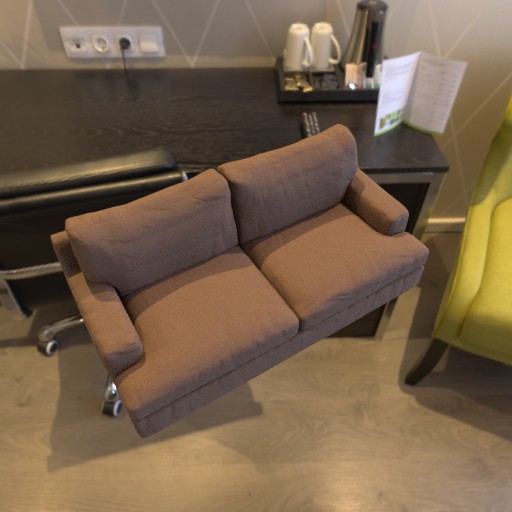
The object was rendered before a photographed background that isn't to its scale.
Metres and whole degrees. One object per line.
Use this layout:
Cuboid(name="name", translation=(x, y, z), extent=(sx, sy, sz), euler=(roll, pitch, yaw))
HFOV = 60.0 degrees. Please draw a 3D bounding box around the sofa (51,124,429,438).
Cuboid(name="sofa", translation=(0.000, 0.000, 2.961), extent=(2.274, 0.950, 1.140), euler=(-24, 51, -21))
